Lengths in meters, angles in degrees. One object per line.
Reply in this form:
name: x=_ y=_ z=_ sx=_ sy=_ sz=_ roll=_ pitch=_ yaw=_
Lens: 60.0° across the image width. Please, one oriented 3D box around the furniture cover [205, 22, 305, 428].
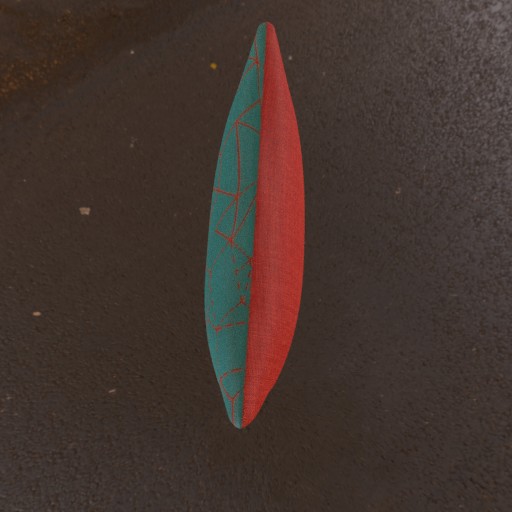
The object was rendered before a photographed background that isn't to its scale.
furniture cover: x=0.000 y=0.000 z=0.769 sx=0.158 sy=0.508 sz=0.517 roll=3 pitch=74 yaw=1
